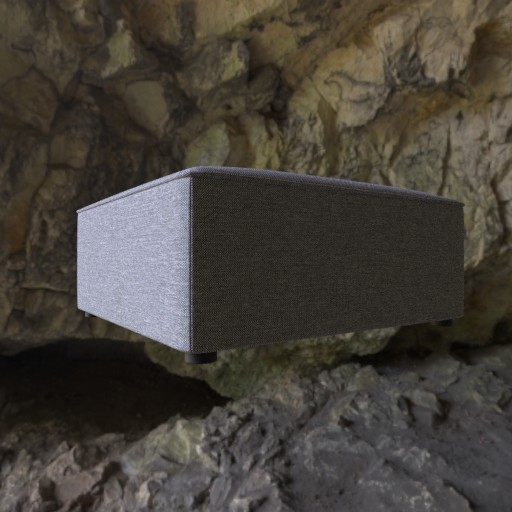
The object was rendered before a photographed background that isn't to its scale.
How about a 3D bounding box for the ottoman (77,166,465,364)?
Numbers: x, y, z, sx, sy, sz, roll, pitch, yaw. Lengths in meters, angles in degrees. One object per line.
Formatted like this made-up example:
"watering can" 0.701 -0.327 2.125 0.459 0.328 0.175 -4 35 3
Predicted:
"ottoman" 0.000 0.000 1.568 1.005 0.455 1.005 0 0 -34
